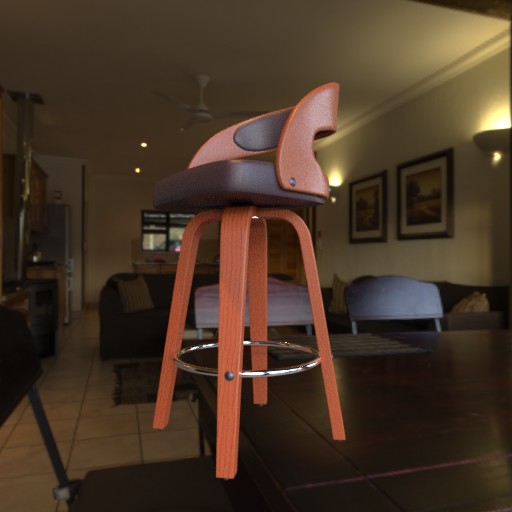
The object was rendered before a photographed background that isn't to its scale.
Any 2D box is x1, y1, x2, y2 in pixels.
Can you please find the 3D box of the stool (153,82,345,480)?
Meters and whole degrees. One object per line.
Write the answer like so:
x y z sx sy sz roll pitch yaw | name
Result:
0.000 0.000 1.189 0.457 0.940 0.457 0 -1 -36 | stool
